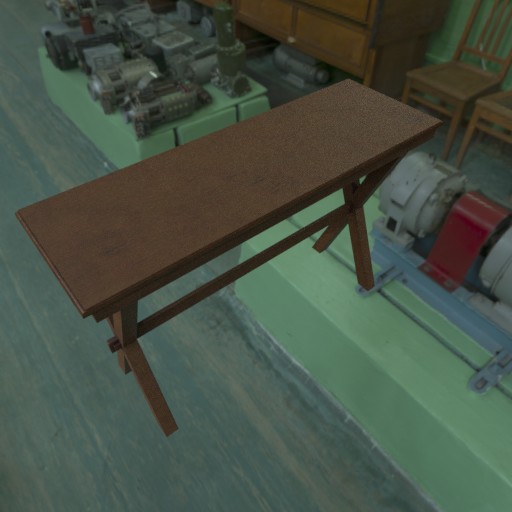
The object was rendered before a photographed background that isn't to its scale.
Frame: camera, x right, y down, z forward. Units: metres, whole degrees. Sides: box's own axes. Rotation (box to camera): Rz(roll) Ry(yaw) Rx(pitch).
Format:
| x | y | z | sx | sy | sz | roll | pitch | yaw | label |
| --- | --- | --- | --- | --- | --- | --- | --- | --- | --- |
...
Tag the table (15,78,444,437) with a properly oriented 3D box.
| x | y | z | sx | sy | sz | roll | pitch | yaw | label |
| --- | --- | --- | --- | --- | --- | --- | --- | --- | --- |
| 0.000 | 0.000 | 1.505 | 1.197 | 0.763 | 0.399 | -30 | 53 | -26 | table |
